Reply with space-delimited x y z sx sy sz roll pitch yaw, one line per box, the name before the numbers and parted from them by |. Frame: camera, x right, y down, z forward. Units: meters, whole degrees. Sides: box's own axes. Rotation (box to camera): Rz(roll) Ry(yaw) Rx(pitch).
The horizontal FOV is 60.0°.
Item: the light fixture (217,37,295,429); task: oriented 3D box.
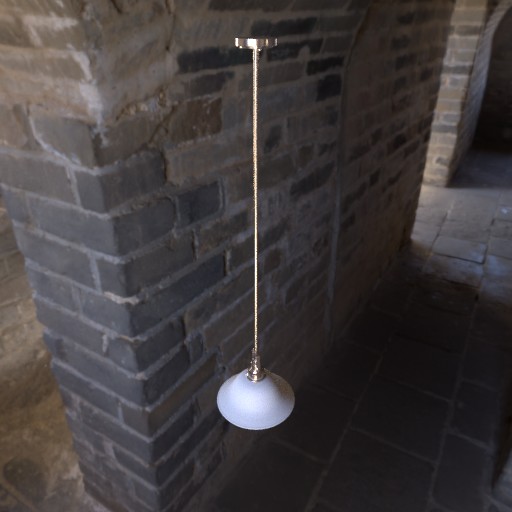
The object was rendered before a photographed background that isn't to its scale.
light fixture | 0.000 0.000 1.531 0.324 1.354 0.324 -8 30 -15
